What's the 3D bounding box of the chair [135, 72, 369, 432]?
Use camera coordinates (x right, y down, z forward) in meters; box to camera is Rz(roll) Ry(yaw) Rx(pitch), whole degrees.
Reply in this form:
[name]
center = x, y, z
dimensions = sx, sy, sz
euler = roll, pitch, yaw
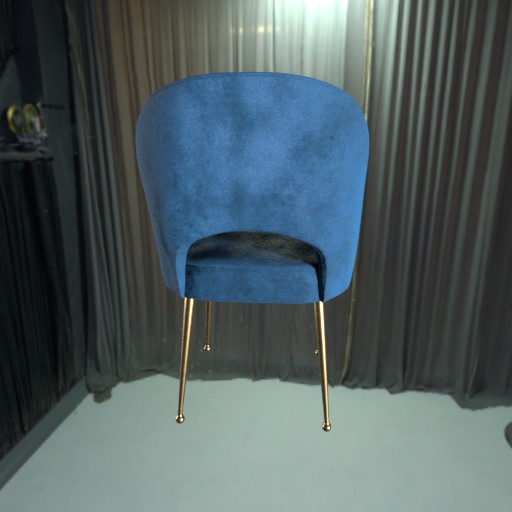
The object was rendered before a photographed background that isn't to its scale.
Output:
[chair]
center = 0.000, 0.000, 1.192
dimensions = 0.527, 0.860, 0.577
euler = 1, 17, 5
